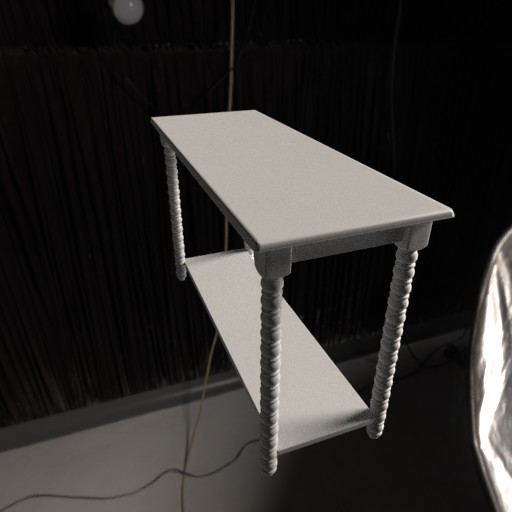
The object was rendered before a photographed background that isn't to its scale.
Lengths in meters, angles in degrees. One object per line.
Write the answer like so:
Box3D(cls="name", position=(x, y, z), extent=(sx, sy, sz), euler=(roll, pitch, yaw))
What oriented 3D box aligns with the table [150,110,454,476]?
Box3D(cls="table", position=(0.000, 0.000, 1.524), extent=(0.459, 0.740, 1.184), euler=(-10, 30, -18))
